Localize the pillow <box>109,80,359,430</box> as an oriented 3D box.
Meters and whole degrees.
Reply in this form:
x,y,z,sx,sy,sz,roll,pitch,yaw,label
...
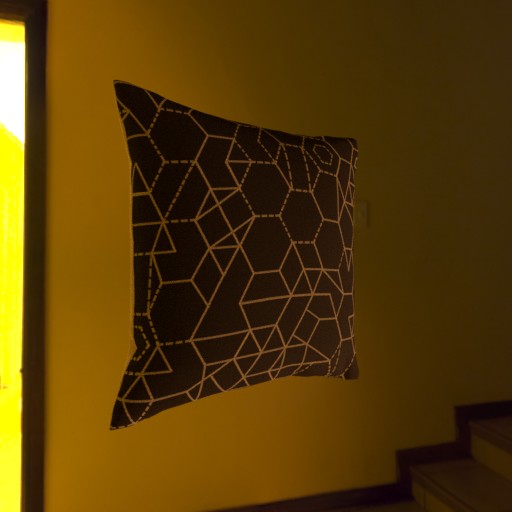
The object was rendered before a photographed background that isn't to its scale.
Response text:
x,y,z,sx,sy,sz,roll,pitch,yaw,label
0.000,0.000,0.789,0.517,0.508,0.158,1,-1,-36,pillow
